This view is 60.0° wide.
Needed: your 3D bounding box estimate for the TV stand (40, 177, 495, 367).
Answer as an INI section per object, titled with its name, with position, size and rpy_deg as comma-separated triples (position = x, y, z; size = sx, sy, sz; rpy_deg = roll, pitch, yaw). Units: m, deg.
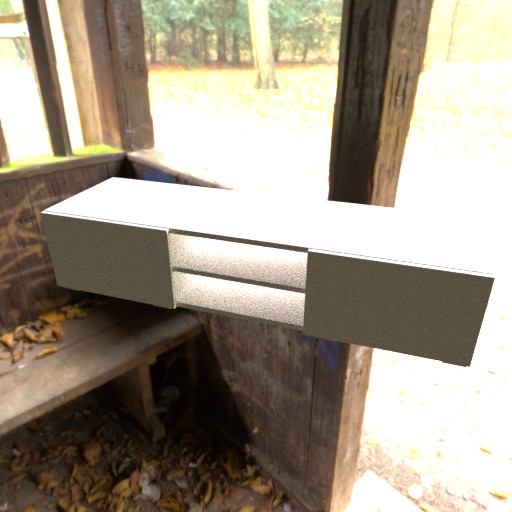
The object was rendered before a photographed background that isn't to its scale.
[TV stand]
position = 0.000, 0.000, 1.548
size = 1.400, 0.310, 0.420
rpy_deg = 9, 28, 16
